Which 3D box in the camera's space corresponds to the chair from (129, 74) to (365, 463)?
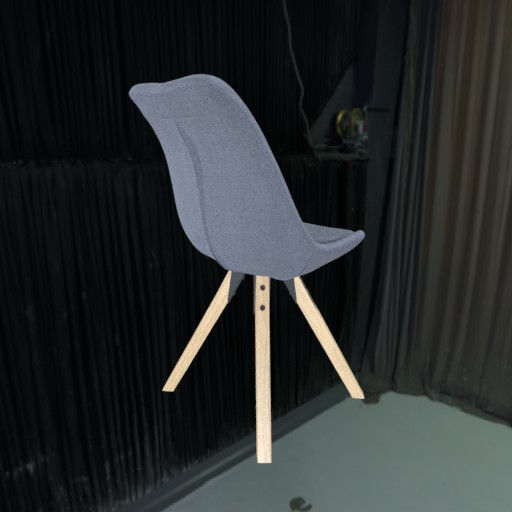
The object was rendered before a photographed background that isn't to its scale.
[{"bbox_3d":[0.000,0.000,1.192,0.550,0.850,0.485,-14,20,-41],"label":"chair"}]
